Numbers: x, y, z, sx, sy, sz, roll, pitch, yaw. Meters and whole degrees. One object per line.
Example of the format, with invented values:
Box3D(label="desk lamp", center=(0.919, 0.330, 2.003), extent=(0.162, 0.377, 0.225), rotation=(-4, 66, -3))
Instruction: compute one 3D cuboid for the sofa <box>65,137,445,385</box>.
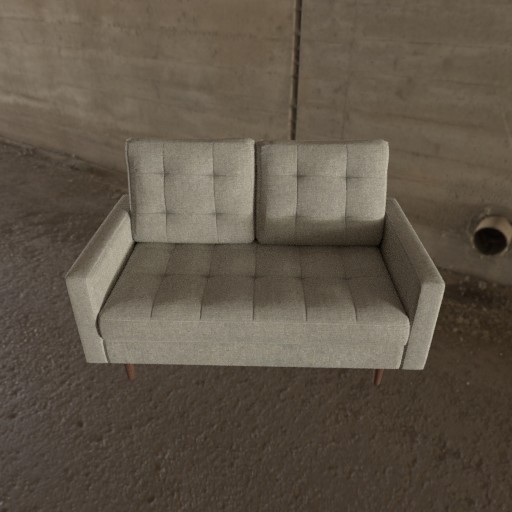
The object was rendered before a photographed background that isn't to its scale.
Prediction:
Box3D(label="sofa", center=(0.000, 0.000, 1.998), extent=(1.407, 0.907, 0.842), rotation=(1, 31, 1))
